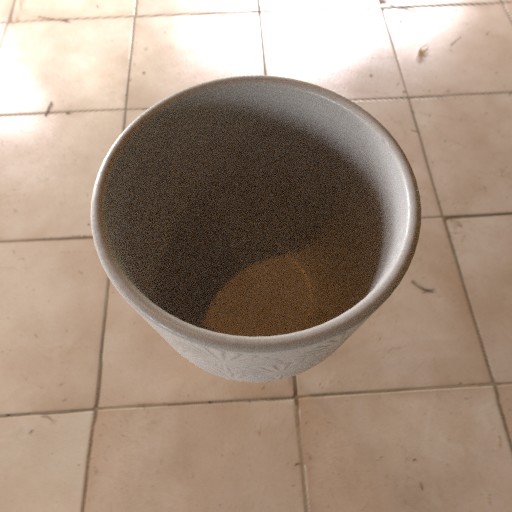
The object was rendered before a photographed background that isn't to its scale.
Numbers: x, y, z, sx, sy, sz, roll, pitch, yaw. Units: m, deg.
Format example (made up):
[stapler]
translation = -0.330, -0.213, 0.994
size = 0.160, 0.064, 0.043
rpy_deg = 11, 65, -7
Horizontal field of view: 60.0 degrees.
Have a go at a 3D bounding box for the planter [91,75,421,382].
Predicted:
[planter]
translation = 0.000, 0.000, 0.296
size = 0.170, 0.152, 0.170
rpy_deg = 0, 63, 0
